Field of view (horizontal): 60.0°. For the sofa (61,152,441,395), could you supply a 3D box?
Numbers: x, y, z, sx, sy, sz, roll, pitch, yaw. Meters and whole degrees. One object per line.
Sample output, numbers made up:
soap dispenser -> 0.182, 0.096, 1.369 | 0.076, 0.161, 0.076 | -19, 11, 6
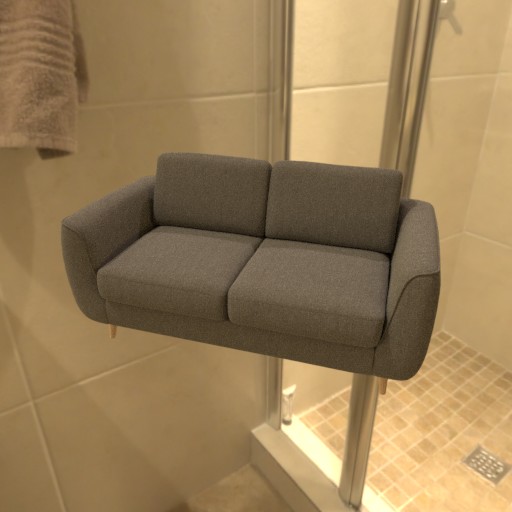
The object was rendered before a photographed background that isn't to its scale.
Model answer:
sofa -> 0.000, 0.000, 2.248 | 1.700, 0.870, 0.920 | 8, 27, 16
